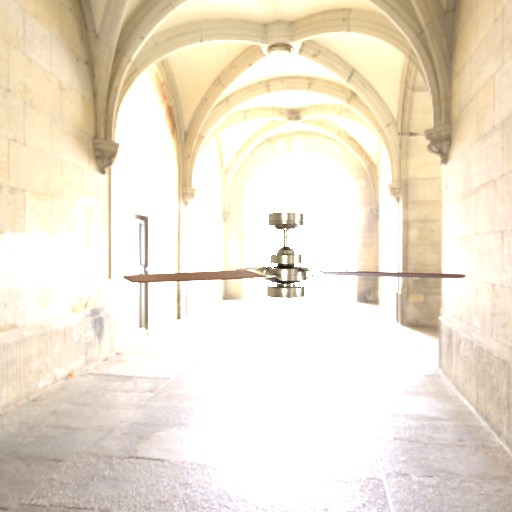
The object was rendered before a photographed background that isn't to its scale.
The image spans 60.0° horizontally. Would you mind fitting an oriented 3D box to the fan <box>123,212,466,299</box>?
[{"bbox_3d":[0.000,0.000,2.080,1.271,0.410,1.416,0,0,-36],"label":"fan"}]
